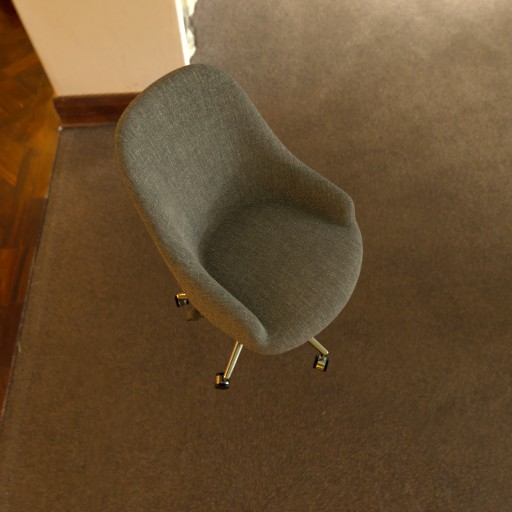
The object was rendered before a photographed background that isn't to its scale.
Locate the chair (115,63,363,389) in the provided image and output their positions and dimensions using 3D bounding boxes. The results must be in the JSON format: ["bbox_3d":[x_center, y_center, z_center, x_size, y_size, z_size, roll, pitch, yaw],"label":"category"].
[{"bbox_3d":[0.000,0.000,1.413,0.712,0.950,0.671,32,64,17],"label":"chair"}]
